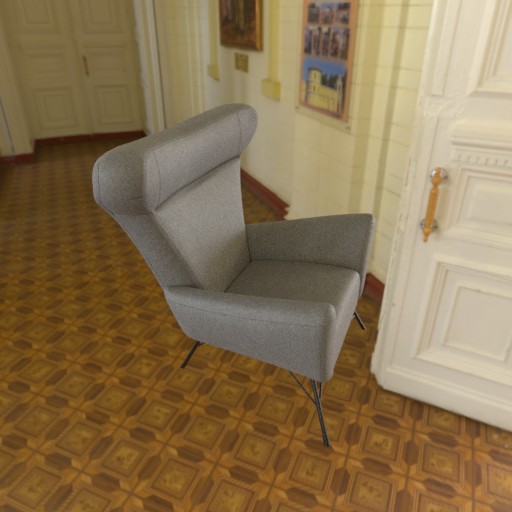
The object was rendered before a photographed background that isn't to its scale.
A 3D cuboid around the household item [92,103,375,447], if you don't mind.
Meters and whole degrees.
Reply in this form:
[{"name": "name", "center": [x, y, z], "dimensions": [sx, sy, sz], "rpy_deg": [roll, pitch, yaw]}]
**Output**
[{"name": "household item", "center": [0.000, 0.000, 1.843], "dimensions": [0.900, 1.050, 0.980], "rpy_deg": [11, 31, 19]}]
